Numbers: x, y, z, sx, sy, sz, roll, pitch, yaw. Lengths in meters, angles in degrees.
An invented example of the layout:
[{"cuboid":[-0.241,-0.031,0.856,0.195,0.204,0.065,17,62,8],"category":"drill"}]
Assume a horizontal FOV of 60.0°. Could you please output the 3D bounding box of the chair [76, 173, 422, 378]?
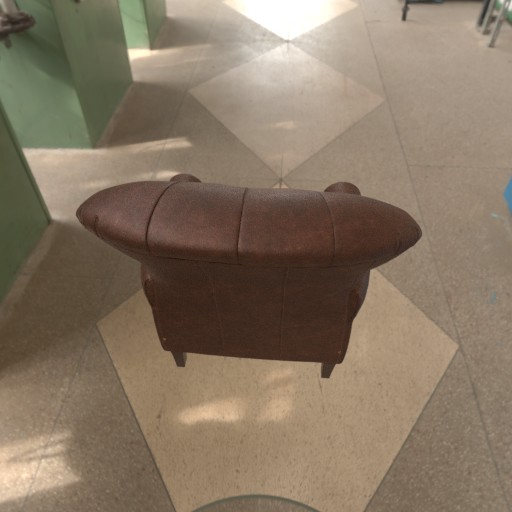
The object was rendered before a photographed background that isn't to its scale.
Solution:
[{"cuboid":[0.000,0.000,1.854,0.979,1.162,1.031,4,46,3],"category":"chair"}]
